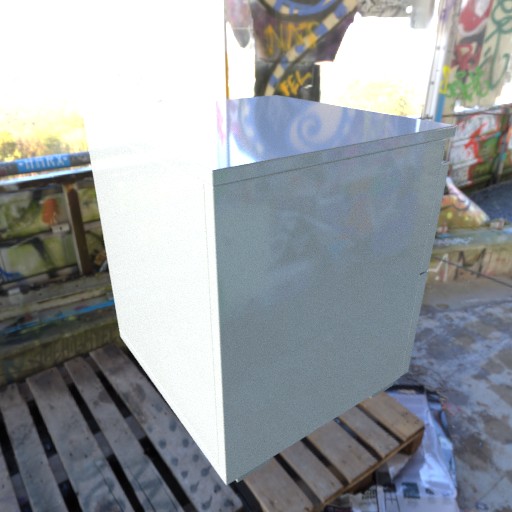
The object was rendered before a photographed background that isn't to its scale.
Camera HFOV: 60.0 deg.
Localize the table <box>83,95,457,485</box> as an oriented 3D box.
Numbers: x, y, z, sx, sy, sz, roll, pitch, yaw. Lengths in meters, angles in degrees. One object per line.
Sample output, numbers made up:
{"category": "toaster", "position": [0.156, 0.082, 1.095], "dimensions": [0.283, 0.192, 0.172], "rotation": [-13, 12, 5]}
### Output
{"category": "table", "position": [0.000, 0.000, 0.782], "dimensions": [0.400, 0.470, 0.420], "rotation": [-18, 32, -31]}
